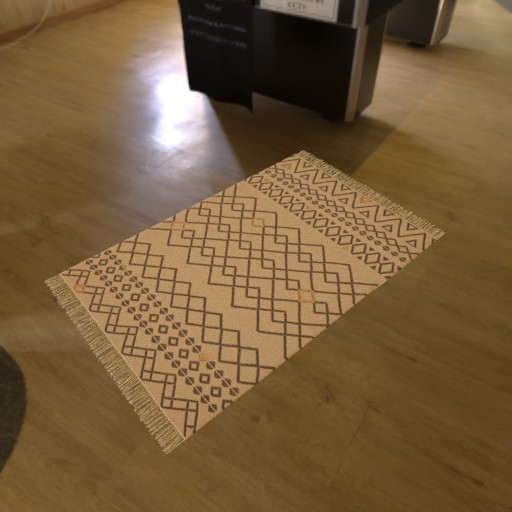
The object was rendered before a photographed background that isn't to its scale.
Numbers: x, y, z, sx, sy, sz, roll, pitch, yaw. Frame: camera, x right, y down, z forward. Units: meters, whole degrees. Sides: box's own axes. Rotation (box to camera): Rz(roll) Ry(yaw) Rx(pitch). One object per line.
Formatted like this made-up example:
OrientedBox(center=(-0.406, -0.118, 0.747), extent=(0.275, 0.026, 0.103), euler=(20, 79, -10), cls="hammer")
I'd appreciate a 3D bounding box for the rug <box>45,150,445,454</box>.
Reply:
OrientedBox(center=(0.000, 0.000, 2.557), extent=(2.023, 0.028, 1.224), euler=(-32, 53, -27), cls="rug")
